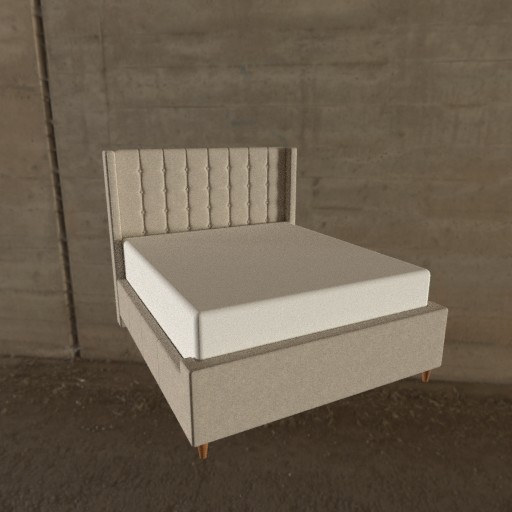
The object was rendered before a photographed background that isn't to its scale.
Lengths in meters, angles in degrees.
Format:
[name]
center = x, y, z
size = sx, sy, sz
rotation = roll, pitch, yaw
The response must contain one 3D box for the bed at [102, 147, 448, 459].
[bed]
center = 0.000, 0.000, 3.827
size = 2.045, 1.743, 2.370
rotation = -8, 17, -26
